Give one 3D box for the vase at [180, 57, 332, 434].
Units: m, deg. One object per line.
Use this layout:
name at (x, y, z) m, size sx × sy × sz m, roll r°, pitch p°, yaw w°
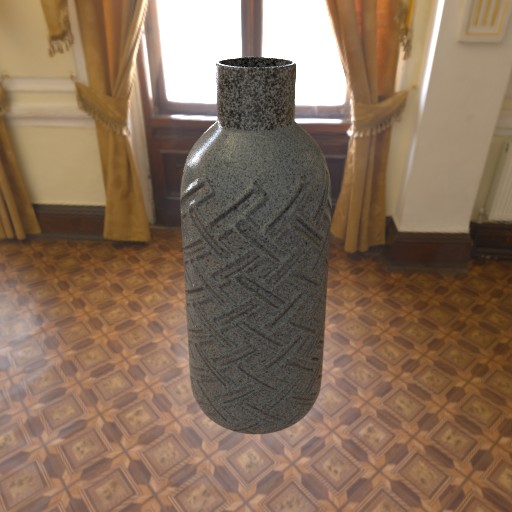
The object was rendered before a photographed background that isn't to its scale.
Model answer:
vase at (0.000, 0.000, 0.349) m, size 0.122 × 0.282 × 0.122 m, roll 0°, pitch 31°, yaw 0°
